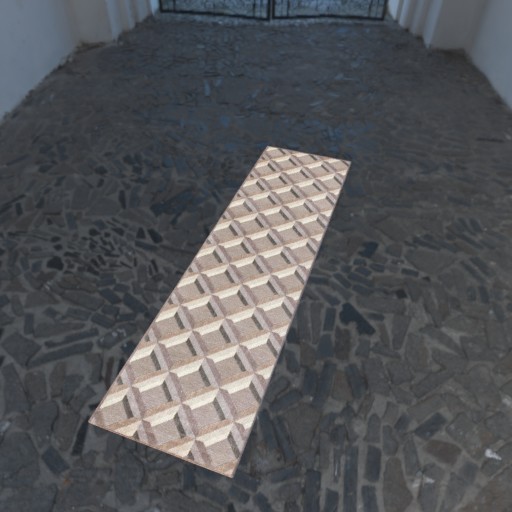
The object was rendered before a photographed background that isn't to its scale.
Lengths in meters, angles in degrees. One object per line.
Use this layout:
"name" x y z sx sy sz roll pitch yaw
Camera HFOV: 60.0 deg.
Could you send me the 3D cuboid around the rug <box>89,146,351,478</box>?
"rug" 0.000 0.000 2.667 0.685 0.013 2.437 14 46 14
